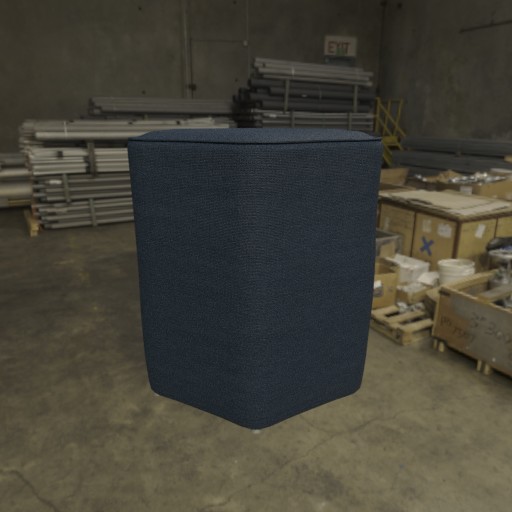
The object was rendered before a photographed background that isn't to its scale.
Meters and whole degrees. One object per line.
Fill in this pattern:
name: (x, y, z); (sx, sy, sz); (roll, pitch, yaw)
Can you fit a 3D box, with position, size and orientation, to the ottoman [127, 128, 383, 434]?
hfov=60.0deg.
ottoman: (0.000, 0.000, 0.921); (0.492, 0.505, 0.454); (-8, 19, -25)
